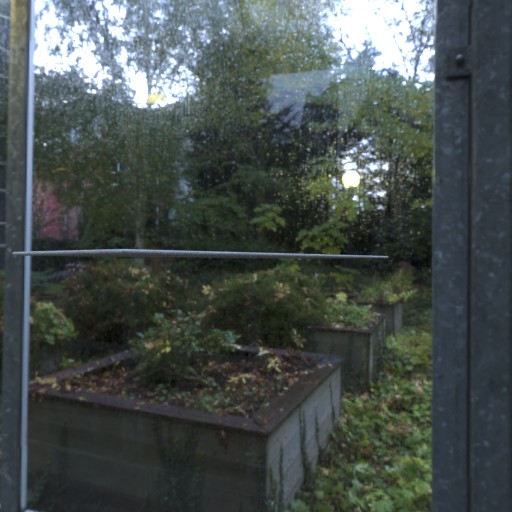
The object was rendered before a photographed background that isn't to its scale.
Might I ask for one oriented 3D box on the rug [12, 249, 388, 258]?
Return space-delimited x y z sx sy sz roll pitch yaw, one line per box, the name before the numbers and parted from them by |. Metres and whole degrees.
rug | 0.000 0.000 2.430 0.678 0.014 2.276 -1 -1 36
